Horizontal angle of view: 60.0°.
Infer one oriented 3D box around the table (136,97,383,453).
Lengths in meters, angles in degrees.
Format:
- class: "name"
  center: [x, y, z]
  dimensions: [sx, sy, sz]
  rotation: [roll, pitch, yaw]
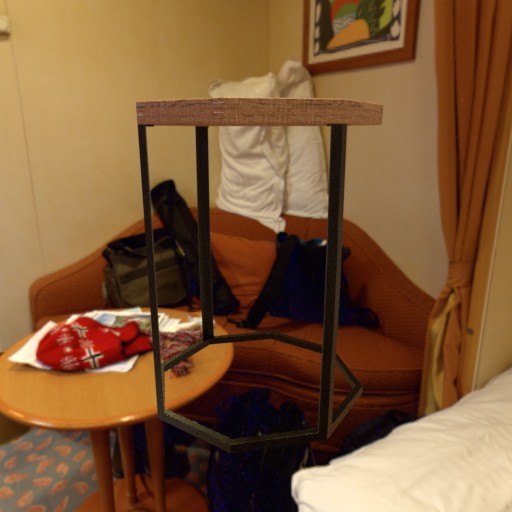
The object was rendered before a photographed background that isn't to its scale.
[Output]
- class: "table"
  center: [0.000, 0.000, 0.861]
  dimensions: [0.437, 0.553, 0.437]
  rotation: [3, 16, 11]
